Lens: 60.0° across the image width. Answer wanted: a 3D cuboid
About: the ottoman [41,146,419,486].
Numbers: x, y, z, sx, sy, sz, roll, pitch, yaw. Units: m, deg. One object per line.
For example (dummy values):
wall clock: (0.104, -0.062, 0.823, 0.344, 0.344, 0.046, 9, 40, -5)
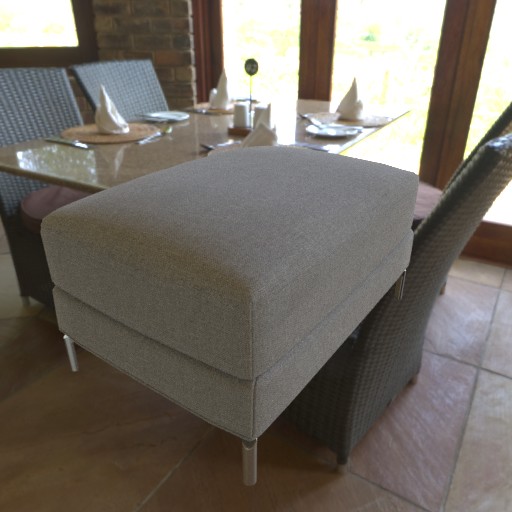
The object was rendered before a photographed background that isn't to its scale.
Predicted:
ottoman: (0.000, 0.000, 1.144, 0.584, 0.457, 0.838, 18, 31, 31)
